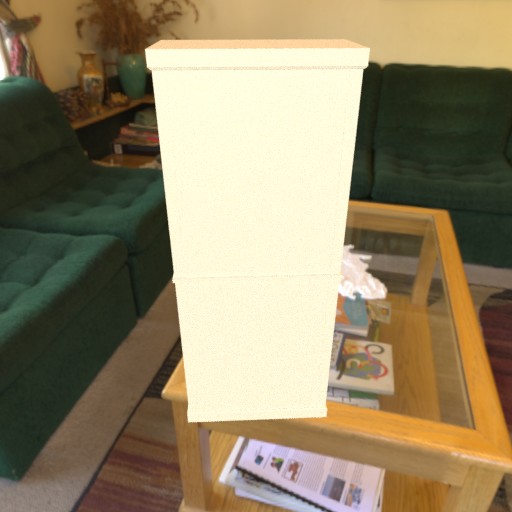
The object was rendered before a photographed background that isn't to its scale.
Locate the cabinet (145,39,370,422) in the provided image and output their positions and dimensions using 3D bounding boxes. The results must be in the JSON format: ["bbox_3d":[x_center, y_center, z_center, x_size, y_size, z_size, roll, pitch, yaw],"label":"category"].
[{"bbox_3d":[0.000,0.000,2.109,0.754,1.829,0.390,-1,30,-2],"label":"cabinet"}]
